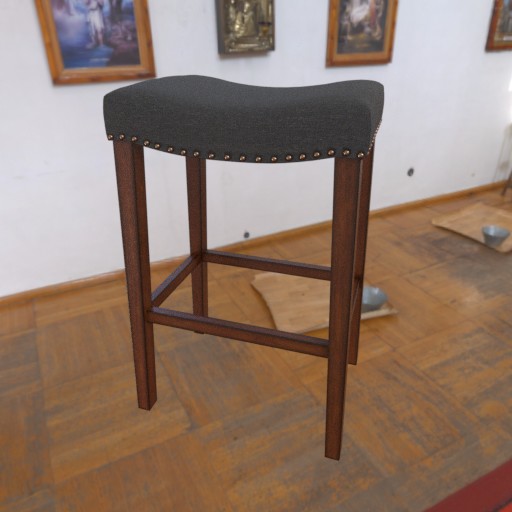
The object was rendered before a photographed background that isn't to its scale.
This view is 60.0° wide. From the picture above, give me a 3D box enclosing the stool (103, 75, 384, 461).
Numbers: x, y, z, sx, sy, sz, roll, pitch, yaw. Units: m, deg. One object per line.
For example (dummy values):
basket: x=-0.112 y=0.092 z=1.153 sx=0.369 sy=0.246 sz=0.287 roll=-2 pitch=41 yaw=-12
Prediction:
stool: x=0.000 y=0.000 z=1.027 sx=0.502 sy=0.760 sz=0.366 roll=8 pitch=28 yaw=16
